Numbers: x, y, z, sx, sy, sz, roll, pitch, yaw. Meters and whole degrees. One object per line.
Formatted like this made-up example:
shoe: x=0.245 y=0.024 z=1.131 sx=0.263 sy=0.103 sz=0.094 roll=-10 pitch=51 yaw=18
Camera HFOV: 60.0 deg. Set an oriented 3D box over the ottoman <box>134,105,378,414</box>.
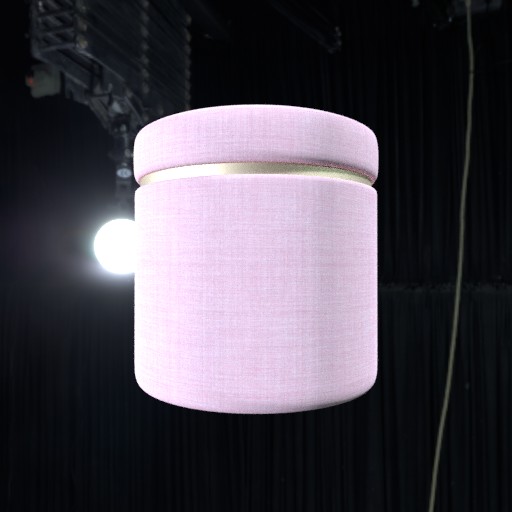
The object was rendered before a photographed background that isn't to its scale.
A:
ottoman: x=0.000 y=0.000 z=0.752 sx=0.400 sy=0.406 sz=0.400 roll=0 pitch=0 yaw=0
